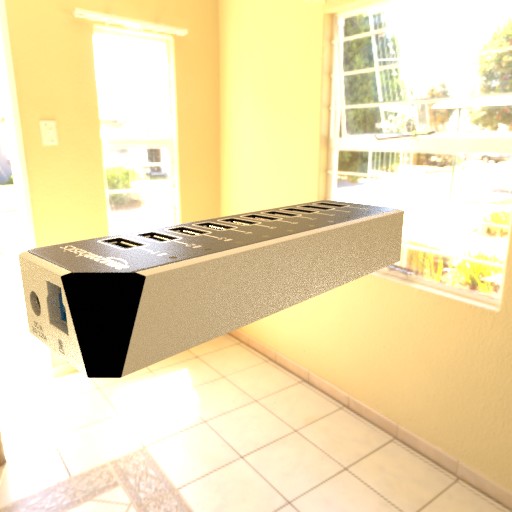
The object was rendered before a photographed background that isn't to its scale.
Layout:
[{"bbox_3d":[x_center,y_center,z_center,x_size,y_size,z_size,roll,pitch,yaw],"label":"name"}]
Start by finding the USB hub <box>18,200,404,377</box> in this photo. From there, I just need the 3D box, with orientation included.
[{"bbox_3d":[0.000,0.000,0.159,0.044,0.023,0.145,14,20,42],"label":"USB hub"}]
